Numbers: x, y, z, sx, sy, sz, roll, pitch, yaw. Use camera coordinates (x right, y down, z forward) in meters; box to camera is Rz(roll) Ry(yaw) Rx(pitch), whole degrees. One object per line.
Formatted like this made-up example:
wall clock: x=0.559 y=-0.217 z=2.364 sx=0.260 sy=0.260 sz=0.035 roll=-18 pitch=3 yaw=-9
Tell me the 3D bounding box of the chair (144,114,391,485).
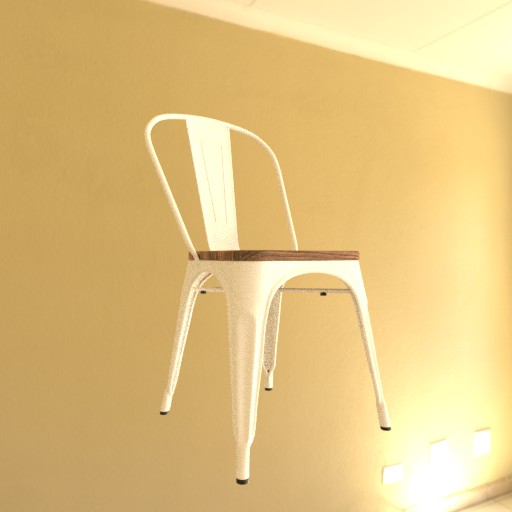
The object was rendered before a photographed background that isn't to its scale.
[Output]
chair: x=0.000 y=0.000 z=1.163 sx=0.452 sy=0.851 sz=0.521 roll=0 pitch=0 yaw=-36
